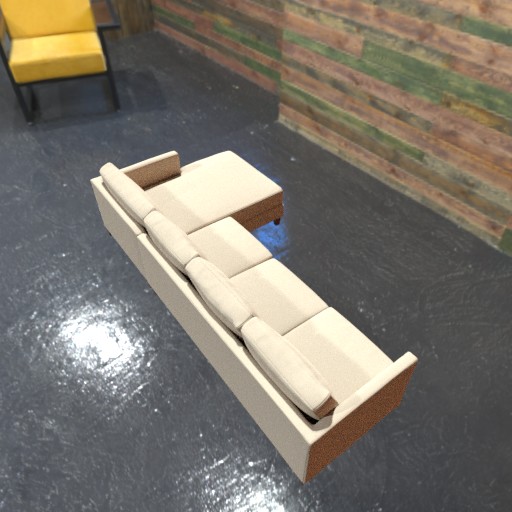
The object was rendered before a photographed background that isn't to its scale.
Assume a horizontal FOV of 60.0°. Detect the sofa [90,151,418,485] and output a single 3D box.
[{"bbox_3d":[0.000,0.000,3.838,1.625,0.861,3.186,-27,50,-25],"label":"sofa"}]
